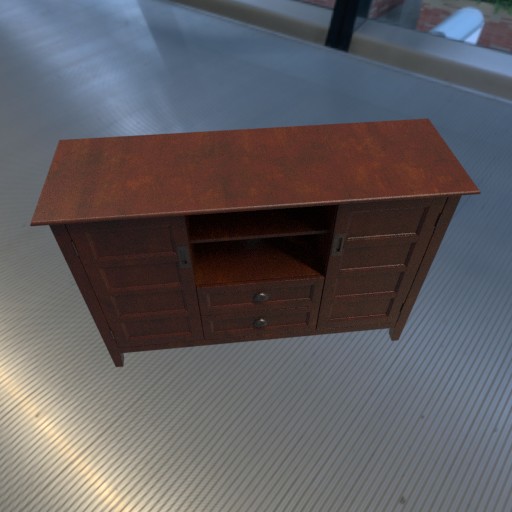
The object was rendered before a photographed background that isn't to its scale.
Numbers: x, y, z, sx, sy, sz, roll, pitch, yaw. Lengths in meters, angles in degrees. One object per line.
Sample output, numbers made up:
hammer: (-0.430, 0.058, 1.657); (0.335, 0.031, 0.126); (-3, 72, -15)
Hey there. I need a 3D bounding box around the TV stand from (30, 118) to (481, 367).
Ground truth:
TV stand: (0.000, 0.000, 1.821); (1.372, 0.915, 0.445); (-5, 47, -4)
